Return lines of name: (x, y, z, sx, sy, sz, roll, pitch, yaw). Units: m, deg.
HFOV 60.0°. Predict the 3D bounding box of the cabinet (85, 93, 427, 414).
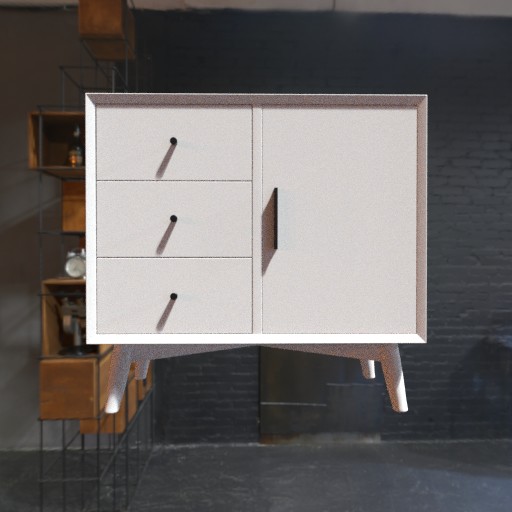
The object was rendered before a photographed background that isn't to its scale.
cabinet: (0.000, 0.000, 1.227, 0.800, 0.761, 0.398, 0, 1, -1)
